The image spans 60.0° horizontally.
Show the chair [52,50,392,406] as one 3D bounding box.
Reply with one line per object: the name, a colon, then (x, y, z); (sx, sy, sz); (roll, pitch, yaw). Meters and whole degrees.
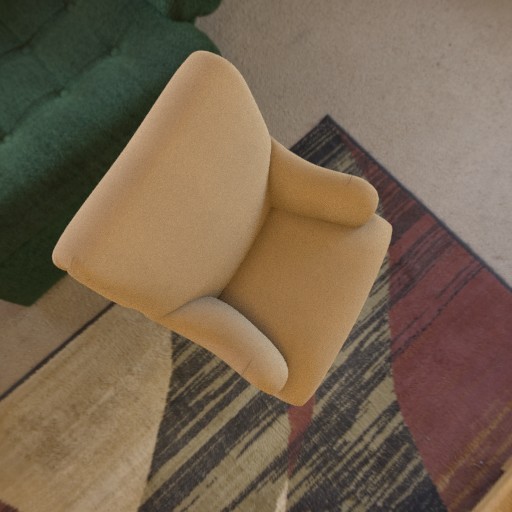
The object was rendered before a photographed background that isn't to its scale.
chair: (0.000, 0.000, 1.557); (0.842, 0.942, 0.766); (28, 77, 7)
